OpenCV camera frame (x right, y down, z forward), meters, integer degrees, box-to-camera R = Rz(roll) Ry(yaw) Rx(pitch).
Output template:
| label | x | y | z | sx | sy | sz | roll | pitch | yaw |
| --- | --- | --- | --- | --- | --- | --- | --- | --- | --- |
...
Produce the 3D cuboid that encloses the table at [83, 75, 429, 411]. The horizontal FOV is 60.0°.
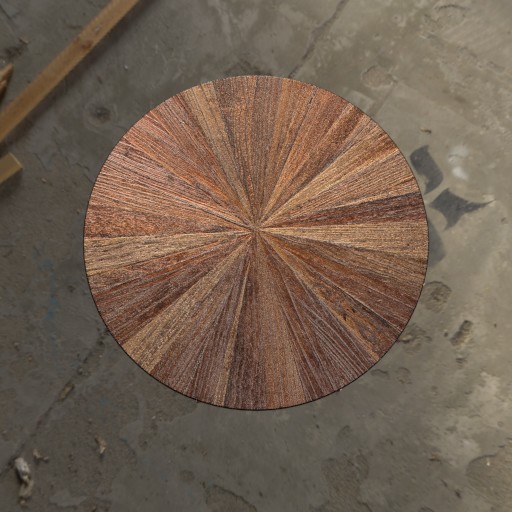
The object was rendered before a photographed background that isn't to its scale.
| label | x | y | z | sx | sy | sz | roll | pitch | yaw |
| --- | --- | --- | --- | --- | --- | --- | --- | --- | --- |
| table | 0.000 | 0.000 | 1.454 | 0.885 | 0.658 | 0.885 | 0 | 78 | 0 |
